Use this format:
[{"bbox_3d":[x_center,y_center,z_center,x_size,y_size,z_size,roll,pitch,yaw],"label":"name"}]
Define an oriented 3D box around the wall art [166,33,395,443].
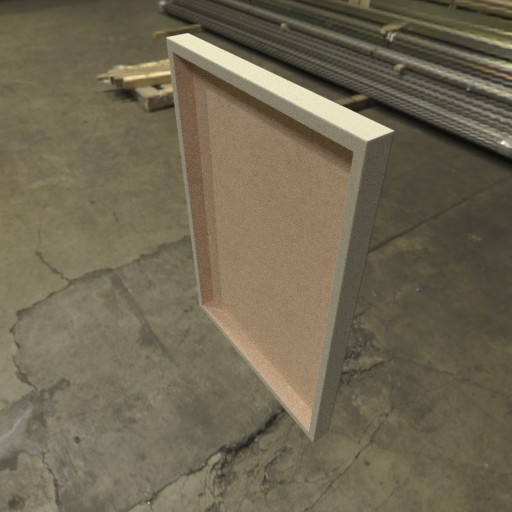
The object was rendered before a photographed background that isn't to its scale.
[{"bbox_3d":[0.000,0.000,0.758,0.038,0.608,0.418,-25,47,-26],"label":"wall art"}]
